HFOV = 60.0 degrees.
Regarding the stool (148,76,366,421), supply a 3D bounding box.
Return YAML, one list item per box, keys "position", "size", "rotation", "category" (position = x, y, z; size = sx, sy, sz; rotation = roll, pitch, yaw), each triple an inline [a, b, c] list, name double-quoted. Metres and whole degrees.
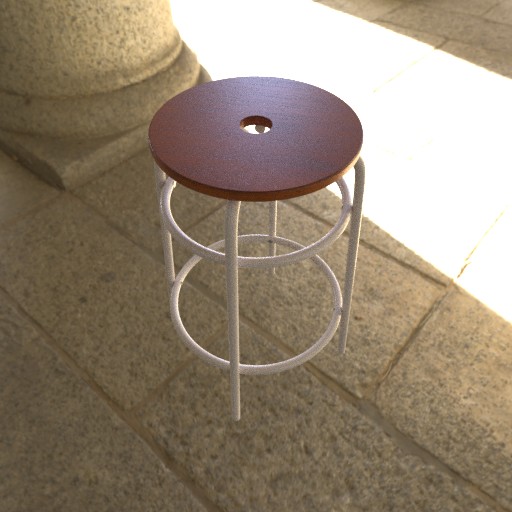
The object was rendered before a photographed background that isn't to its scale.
- position: [0.000, 0.000, 0.919]
  size: [0.455, 0.610, 0.455]
  rotation: [9, 48, 8]
  category: "stool"
